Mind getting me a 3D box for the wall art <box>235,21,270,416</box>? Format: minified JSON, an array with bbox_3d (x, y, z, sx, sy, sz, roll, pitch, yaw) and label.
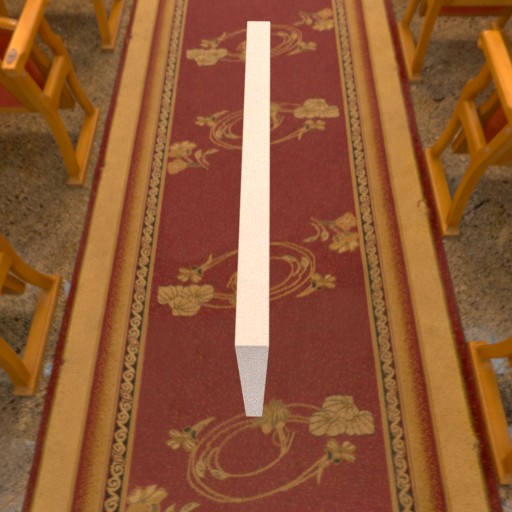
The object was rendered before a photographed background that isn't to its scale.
[{"bbox_3d":[0.000,0.000,0.842,0.037,0.606,0.508,1,64,0],"label":"wall art"}]
